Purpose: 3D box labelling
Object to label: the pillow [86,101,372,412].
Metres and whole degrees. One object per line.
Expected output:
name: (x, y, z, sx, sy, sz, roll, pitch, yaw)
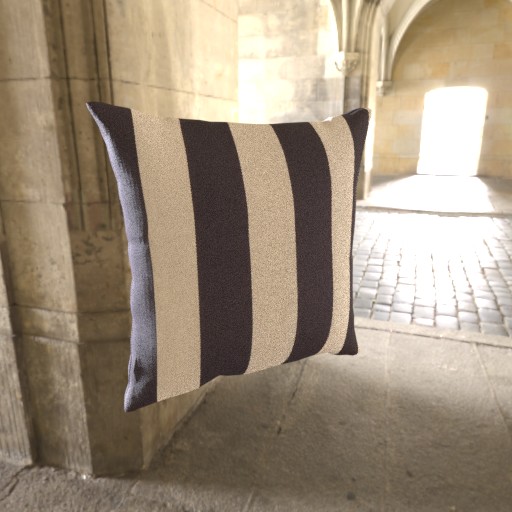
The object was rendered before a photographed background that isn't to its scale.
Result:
pillow: (0.000, 0.000, 0.812, 0.536, 0.526, 0.189, -8, 18, -27)
